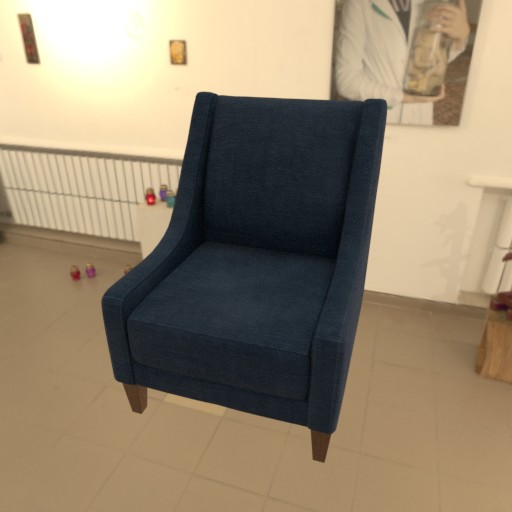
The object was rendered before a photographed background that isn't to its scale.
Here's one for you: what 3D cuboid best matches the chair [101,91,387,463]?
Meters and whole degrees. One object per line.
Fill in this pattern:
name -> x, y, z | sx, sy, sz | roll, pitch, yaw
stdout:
chair -> 0.000, 0.000, 1.601 | 0.774, 1.014, 0.870 | 8, 28, 16
